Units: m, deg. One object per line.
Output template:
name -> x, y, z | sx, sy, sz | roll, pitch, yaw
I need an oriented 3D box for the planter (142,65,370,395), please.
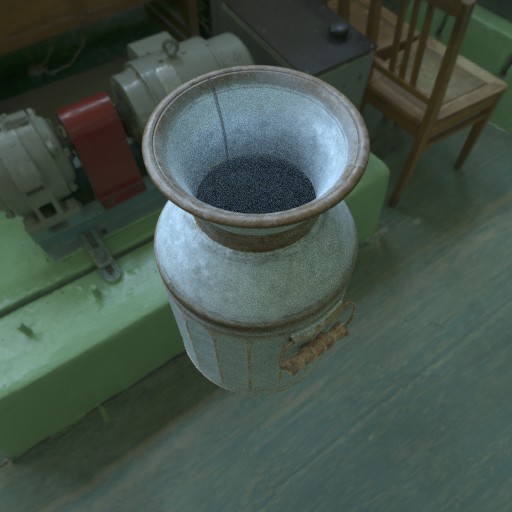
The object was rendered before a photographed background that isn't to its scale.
planter -> 0.000, 0.000, 0.496 | 0.215, 0.358, 0.248 | -32, 63, -18
